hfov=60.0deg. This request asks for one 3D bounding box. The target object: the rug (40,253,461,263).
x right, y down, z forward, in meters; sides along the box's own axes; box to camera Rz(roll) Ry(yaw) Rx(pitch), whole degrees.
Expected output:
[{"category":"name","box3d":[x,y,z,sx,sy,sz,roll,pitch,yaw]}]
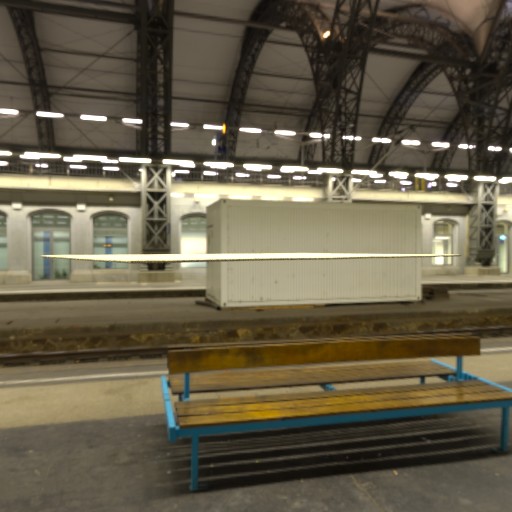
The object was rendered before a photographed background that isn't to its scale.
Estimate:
[{"category":"rug","box3d":[0.000,0.000,2.347,1.850,0.015,1.250,-1,1,-37]}]
